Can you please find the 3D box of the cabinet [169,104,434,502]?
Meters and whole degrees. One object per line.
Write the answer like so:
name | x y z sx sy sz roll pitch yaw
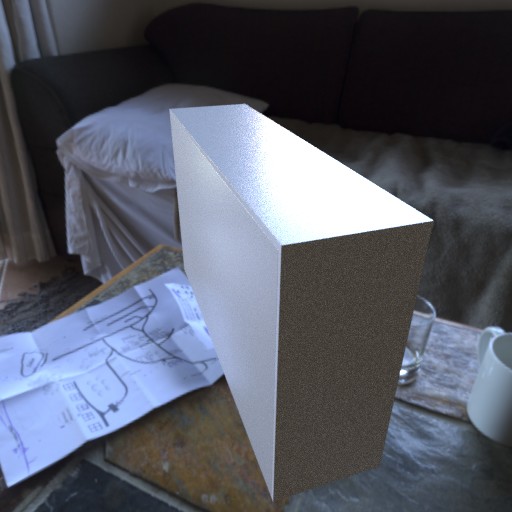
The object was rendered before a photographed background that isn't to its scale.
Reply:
cabinet | 0.000 0.000 1.790 0.380 0.900 1.450 -10 31 -16
